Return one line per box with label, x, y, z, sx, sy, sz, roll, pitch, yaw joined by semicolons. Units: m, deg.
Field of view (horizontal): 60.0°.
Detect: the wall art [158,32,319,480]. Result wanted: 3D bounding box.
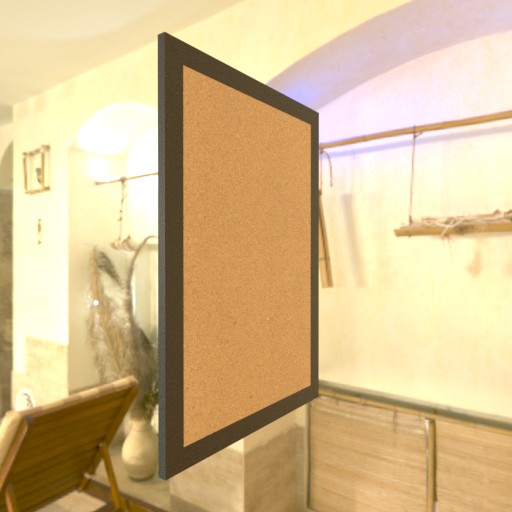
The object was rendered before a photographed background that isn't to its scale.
wall art;0.000;0.000;0.683;0.013;0.534;0.381;0;1;36
